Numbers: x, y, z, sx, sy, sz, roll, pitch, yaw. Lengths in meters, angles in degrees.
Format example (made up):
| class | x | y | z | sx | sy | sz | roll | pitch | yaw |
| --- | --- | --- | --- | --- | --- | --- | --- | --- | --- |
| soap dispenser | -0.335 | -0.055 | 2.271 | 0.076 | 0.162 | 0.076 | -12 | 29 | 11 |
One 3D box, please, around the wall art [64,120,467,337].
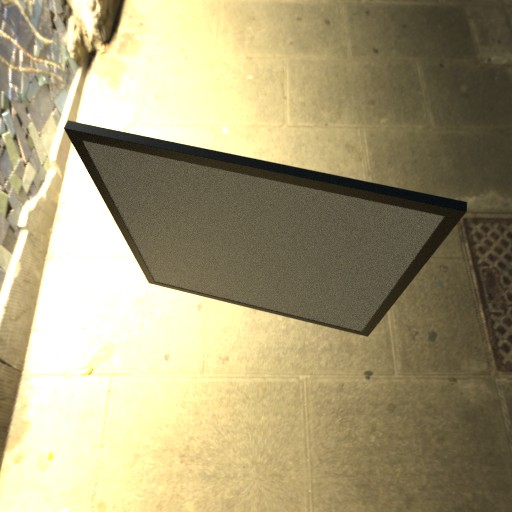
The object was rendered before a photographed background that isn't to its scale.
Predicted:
| class | x | y | z | sx | sy | sz | roll | pitch | yaw |
| --- | --- | --- | --- | --- | --- | --- | --- | --- | --- |
| wall art | 0.000 | 0.000 | 1.226 | 0.807 | 0.807 | 0.022 | 13 | 64 | 6 |
